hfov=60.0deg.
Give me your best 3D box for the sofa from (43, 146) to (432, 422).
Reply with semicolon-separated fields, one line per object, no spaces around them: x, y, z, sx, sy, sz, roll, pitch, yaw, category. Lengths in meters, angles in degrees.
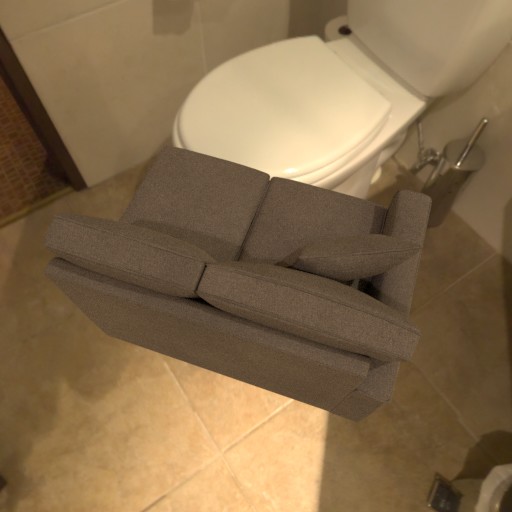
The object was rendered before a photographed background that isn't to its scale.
0.000;0.000;2.052;1.388;0.989;0.991;17;63;9;sofa
